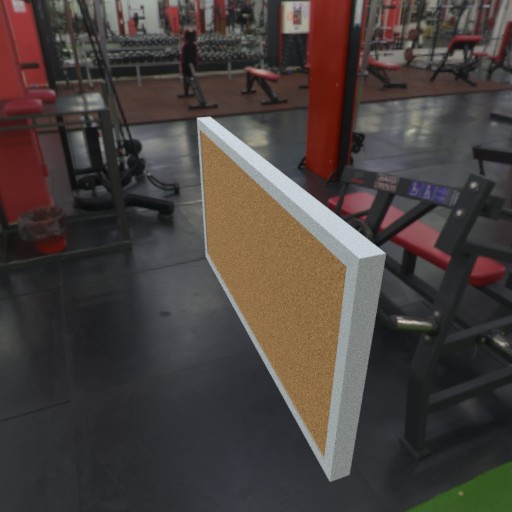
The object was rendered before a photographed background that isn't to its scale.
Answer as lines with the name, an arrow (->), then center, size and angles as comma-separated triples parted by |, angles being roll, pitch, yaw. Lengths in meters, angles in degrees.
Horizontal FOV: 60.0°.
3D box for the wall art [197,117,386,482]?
wall art -> 0.000, 0.000, 0.972 | 0.038, 0.431, 0.812 | -10, 31, -18
